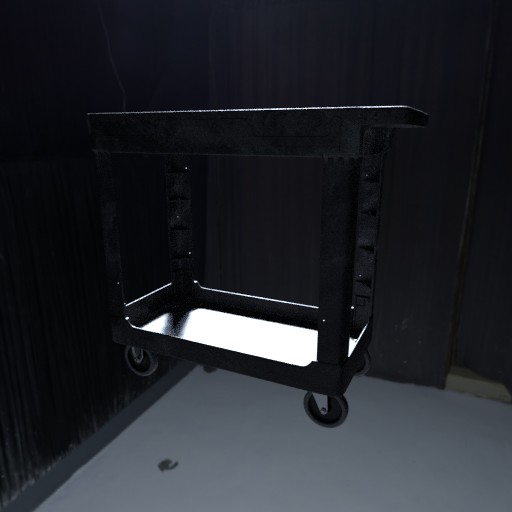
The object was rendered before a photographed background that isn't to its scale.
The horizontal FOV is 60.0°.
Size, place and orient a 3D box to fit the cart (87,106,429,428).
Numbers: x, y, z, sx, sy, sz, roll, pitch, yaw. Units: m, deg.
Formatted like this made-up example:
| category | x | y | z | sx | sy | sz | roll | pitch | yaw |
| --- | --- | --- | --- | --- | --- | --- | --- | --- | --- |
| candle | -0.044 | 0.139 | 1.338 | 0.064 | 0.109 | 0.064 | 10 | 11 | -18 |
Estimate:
| category | x | y | z | sx | sy | sz | roll | pitch | yaw |
| --- | --- | --- | --- | --- | --- | --- | --- | --- | --- |
| cart | 0.000 | 0.000 | 1.348 | 0.877 | 0.824 | 0.420 | 7 | 17 | 25 |
